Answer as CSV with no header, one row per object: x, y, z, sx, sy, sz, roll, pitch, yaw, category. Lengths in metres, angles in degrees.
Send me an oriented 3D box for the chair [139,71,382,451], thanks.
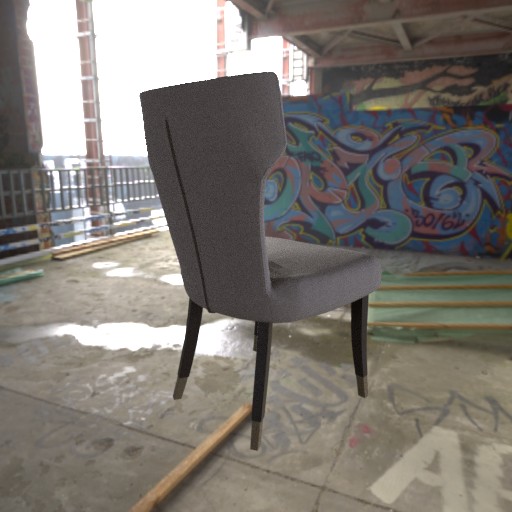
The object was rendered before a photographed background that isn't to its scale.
0.000,0.000,1.346,0.526,0.950,0.630,12,18,43,chair
